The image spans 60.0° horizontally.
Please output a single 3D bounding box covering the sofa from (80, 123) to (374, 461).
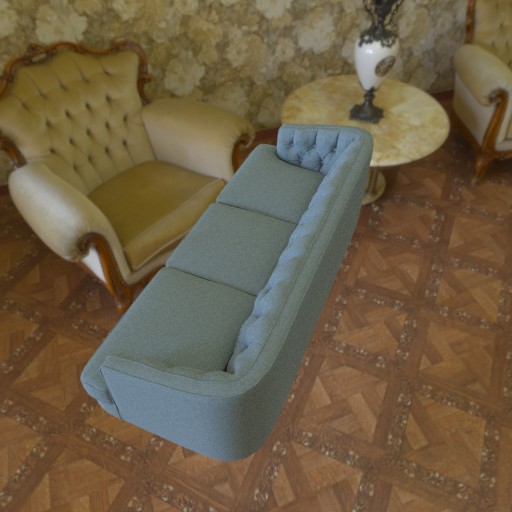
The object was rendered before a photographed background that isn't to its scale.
[{"bbox_3d":[0.000,0.000,2.746,0.941,0.855,2.278,17,49,16],"label":"sofa"}]
